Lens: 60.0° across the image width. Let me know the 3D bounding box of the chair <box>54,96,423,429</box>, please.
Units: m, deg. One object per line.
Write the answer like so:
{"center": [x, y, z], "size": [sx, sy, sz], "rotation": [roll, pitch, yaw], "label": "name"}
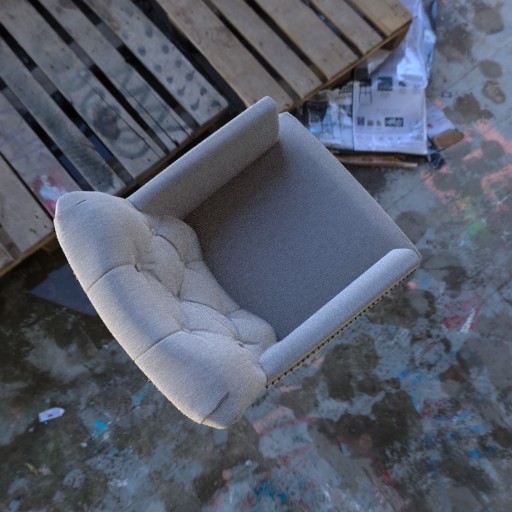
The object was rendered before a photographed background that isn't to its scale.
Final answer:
{"center": [0.000, 0.000, 1.493], "size": [0.902, 0.823, 0.737], "rotation": [-38, 78, -9], "label": "chair"}
